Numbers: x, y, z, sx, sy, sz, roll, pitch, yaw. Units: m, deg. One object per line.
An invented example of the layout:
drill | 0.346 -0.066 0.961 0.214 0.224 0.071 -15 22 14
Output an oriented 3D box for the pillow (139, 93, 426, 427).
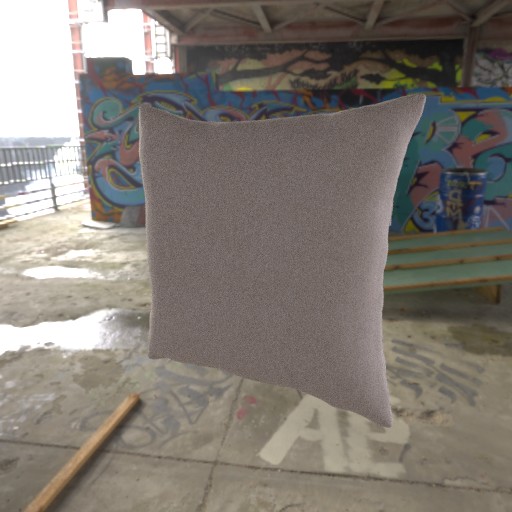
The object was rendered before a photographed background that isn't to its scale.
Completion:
pillow | 0.000 0.000 0.655 0.433 0.436 0.173 8 17 27
